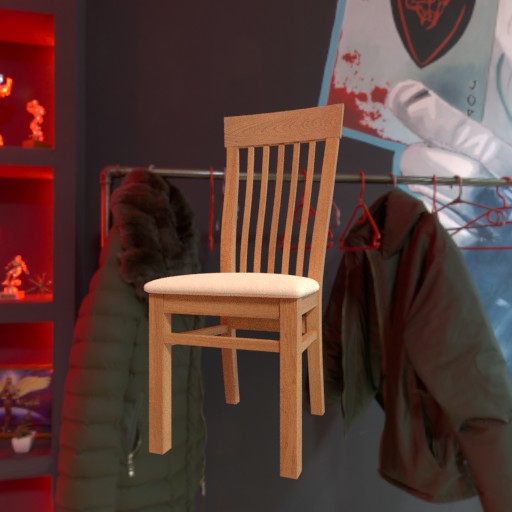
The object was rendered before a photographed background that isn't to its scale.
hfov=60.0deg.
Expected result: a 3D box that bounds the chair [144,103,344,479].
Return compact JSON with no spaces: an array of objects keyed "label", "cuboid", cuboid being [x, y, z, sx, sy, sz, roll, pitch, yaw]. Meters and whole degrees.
[{"label":"chair","cuboid":[0.000,0.000,1.367,0.450,1.050,0.580,0,0,21]}]
